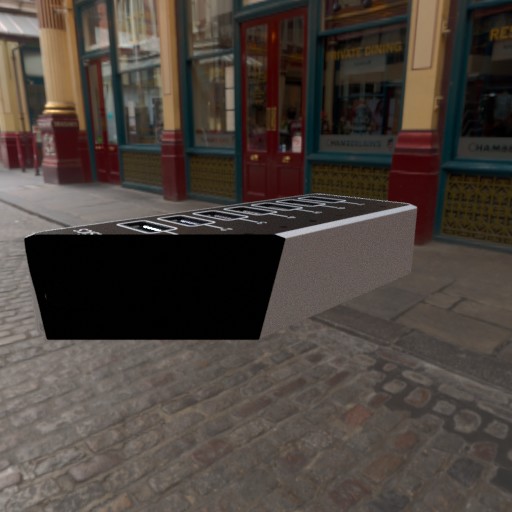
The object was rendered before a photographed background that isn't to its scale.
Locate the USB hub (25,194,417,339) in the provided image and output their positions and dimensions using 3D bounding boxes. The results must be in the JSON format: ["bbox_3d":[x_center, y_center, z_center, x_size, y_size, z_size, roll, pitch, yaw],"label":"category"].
[{"bbox_3d":[0.000,0.000,0.126,0.110,0.023,0.044,-14,21,-43],"label":"USB hub"}]
